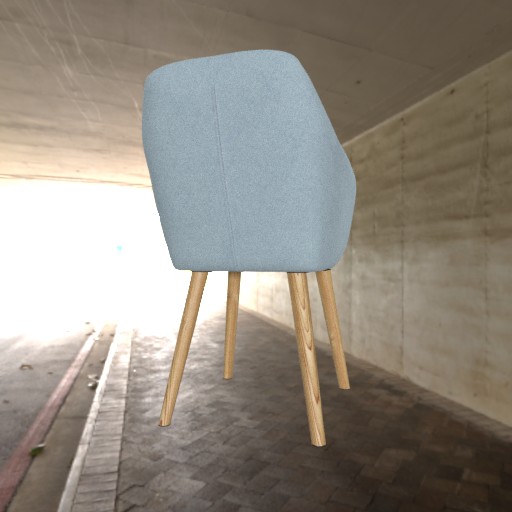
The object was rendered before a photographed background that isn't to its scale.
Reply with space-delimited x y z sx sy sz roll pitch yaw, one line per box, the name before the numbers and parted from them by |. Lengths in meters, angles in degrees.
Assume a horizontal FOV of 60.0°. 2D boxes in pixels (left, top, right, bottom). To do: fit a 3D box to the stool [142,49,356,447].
stool | 0.000 0.000 1.190 0.503 0.830 0.590 0 0 18
